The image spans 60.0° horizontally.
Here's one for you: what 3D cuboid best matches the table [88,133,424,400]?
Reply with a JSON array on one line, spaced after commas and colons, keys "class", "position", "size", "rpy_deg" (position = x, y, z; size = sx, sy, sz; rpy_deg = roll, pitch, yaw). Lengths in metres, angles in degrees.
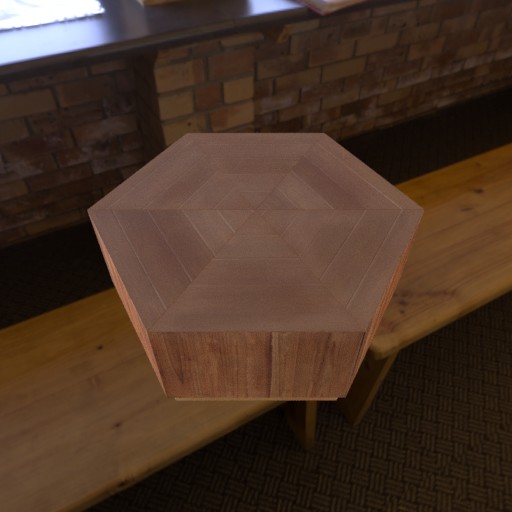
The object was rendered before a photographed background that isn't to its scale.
[{"class": "table", "position": [0.000, 0.000, 1.681], "size": [1.000, 0.456, 1.154], "rpy_deg": [22, 50, 20]}]
